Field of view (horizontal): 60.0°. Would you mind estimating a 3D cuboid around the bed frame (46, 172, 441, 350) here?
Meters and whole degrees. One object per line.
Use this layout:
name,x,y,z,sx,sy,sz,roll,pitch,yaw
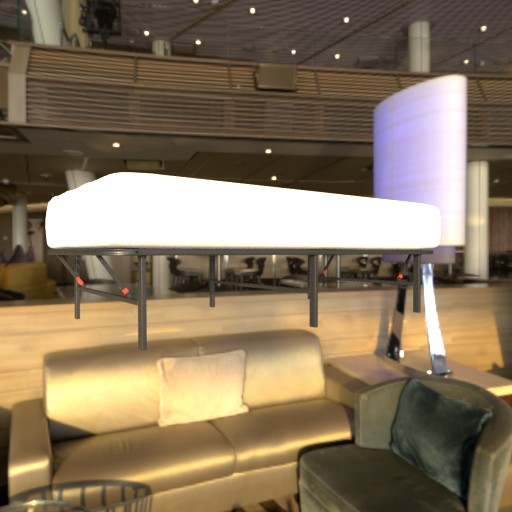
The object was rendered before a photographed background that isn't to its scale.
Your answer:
bed frame,0.000,0.000,2.380,1.908,0.640,1.025,0,1,-36
